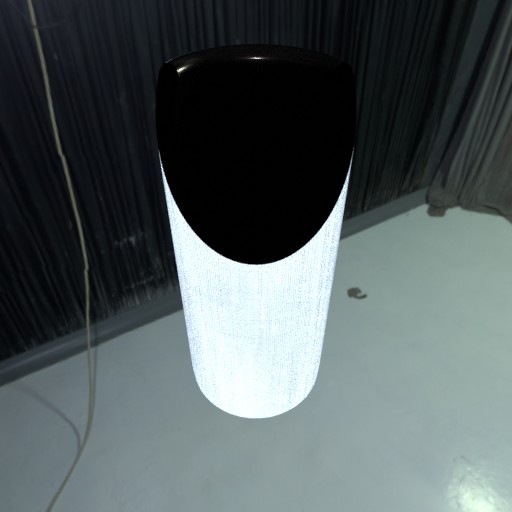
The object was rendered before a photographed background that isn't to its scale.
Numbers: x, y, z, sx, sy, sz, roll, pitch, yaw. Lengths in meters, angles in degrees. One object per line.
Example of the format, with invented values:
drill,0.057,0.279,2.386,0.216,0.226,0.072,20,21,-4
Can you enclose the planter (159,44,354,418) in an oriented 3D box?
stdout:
planter,0.000,0.000,0.128,0.045,0.103,0.045,-26,47,-27
